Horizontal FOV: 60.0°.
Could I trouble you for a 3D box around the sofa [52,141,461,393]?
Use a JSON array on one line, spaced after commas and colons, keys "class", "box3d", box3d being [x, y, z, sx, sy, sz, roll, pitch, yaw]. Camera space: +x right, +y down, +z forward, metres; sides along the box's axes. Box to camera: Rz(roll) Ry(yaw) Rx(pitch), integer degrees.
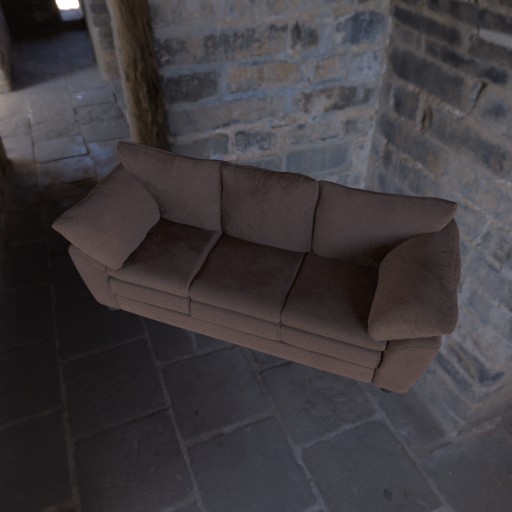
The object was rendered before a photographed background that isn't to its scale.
[{"class": "sofa", "box3d": [0.000, 0.000, 2.831, 2.336, 1.015, 0.878, 14, 43, 15]}]
